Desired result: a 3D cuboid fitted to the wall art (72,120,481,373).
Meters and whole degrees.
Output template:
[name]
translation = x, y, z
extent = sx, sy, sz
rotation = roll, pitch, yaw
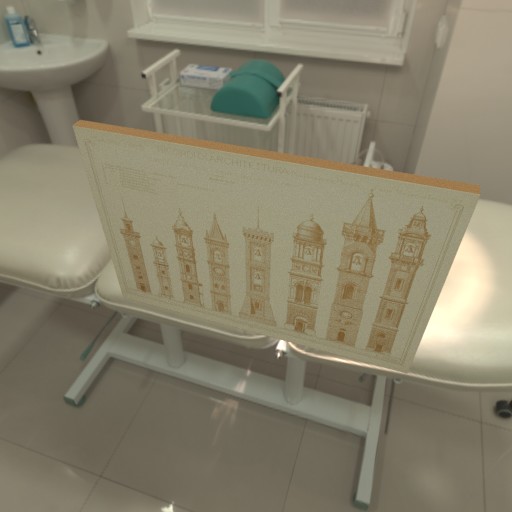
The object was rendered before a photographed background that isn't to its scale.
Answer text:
[wall art]
translation = 0.000, 0.000, 1.169
extent = 0.915, 0.608, 0.033
rotation = 13, 44, 14
